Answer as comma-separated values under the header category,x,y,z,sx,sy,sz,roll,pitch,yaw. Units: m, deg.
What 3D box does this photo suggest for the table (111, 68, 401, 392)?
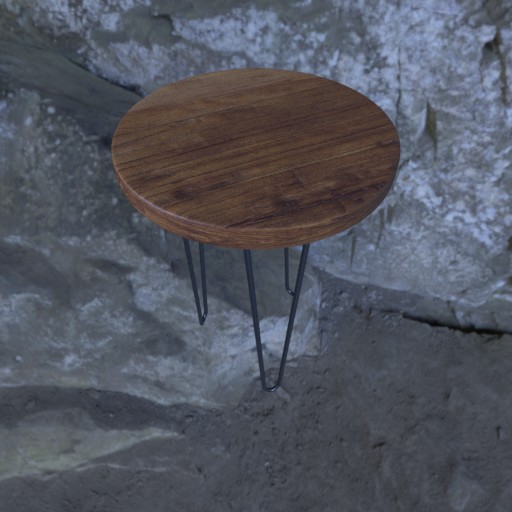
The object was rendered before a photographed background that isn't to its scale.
category,x,y,z,sx,sy,sz,roll,pitch,yaw
table,0.000,0.000,0.815,0.400,0.520,0.400,0,47,0
